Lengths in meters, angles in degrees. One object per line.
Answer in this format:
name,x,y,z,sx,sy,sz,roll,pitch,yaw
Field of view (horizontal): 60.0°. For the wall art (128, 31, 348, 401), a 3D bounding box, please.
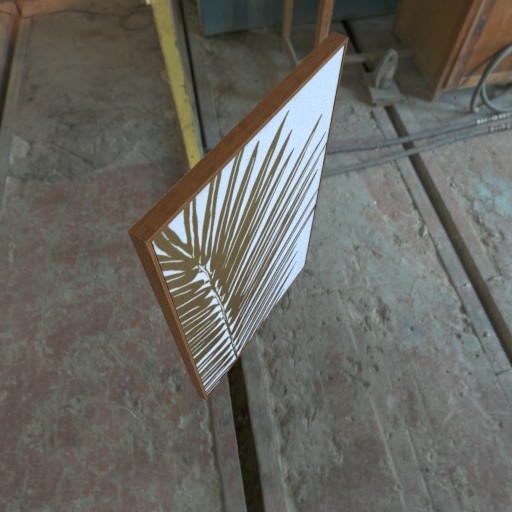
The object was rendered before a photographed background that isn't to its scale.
wall art,0.000,0.000,1.163,0.037,0.914,0.610,30,63,17
